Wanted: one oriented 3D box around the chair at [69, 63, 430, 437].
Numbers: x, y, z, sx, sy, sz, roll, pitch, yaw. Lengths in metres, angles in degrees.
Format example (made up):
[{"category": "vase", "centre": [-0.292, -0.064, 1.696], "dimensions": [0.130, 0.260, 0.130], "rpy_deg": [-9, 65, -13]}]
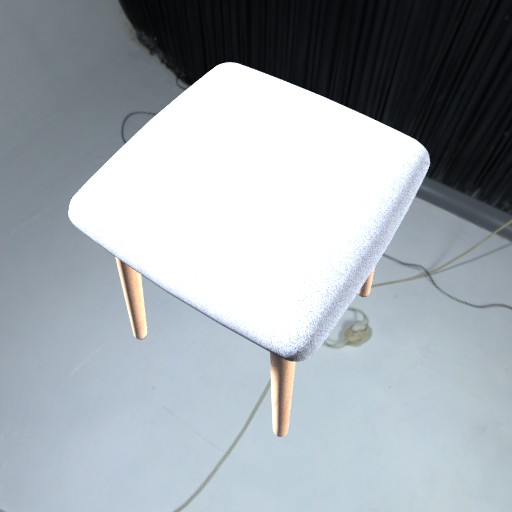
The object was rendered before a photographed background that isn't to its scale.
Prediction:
[{"category": "chair", "centre": [0.000, 0.000, 0.699], "dimensions": [0.350, 0.440, 0.350], "rpy_deg": [30, 64, 16]}]
